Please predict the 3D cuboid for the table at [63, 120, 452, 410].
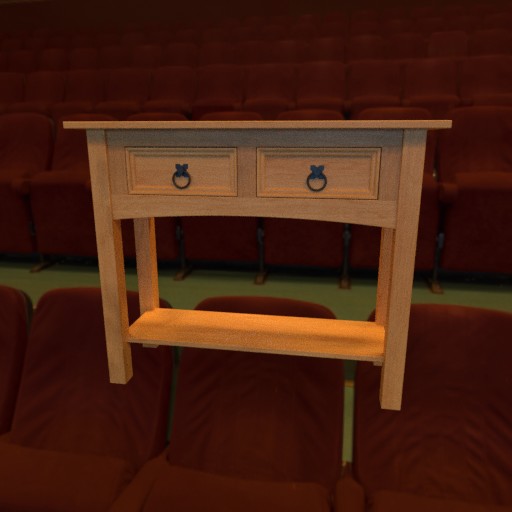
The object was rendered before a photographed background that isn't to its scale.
[{"bbox_3d":[0.000,0.000,1.266,0.900,0.728,0.340,2,15,9],"label":"table"}]
